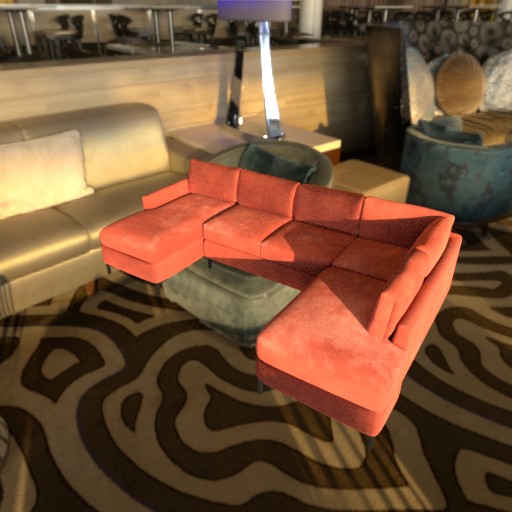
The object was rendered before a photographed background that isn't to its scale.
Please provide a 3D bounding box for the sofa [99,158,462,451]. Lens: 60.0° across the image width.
[{"bbox_3d":[0.000,0.000,3.812,2.971,0.858,1.981,18,34,29],"label":"sofa"}]
